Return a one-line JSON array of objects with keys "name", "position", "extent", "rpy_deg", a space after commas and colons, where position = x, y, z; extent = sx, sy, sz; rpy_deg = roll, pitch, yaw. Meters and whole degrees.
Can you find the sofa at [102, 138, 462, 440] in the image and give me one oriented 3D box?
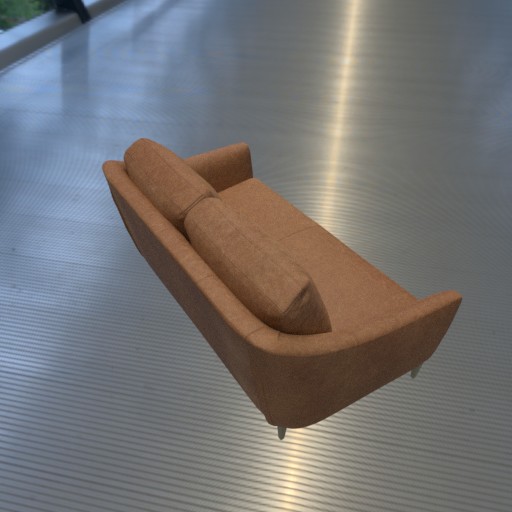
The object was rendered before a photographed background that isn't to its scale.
[{"name": "sofa", "position": [0.000, 0.000, 2.166], "extent": [0.960, 0.902, 1.619], "rpy_deg": [-24, 46, -25]}]
